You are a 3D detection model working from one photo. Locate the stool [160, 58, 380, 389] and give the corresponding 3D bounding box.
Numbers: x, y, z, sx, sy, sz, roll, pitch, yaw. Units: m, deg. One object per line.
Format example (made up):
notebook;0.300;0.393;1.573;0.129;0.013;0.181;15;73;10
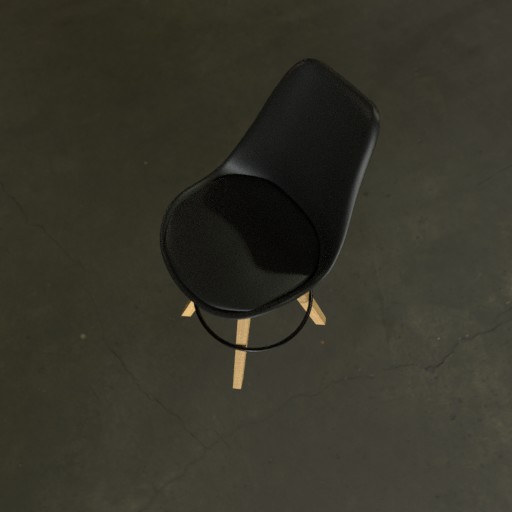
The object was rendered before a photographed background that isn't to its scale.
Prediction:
stool;0.000;0.000;1.429;0.550;1.115;0.485;-34;67;-16
